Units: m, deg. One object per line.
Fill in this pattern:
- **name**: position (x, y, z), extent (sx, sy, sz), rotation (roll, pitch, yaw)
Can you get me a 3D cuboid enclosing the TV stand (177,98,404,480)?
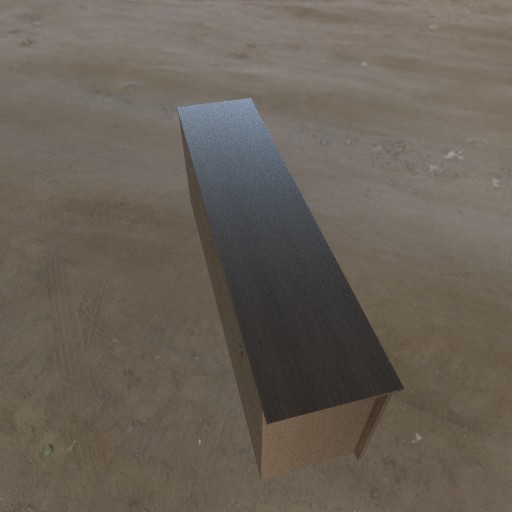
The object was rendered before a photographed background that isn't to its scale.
- **TV stand**: position (0.000, 0.000, 2.040), extent (0.406, 0.610, 1.778), rotation (-11, 48, -10)
